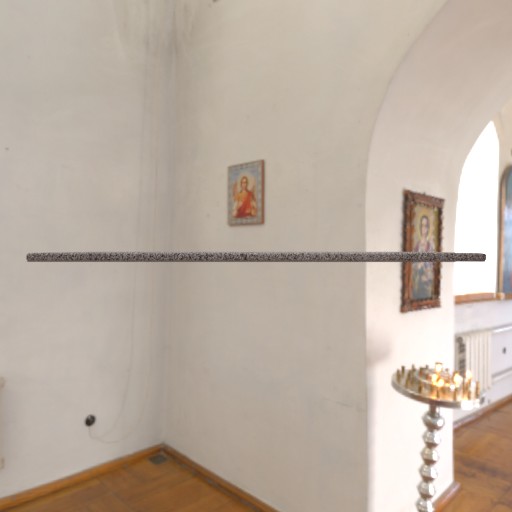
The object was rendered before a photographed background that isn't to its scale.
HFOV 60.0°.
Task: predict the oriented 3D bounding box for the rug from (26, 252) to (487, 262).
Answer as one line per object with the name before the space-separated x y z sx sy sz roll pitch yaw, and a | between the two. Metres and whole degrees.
rug | 0.000 0.000 1.759 1.524 0.030 0.609 0 1 1
